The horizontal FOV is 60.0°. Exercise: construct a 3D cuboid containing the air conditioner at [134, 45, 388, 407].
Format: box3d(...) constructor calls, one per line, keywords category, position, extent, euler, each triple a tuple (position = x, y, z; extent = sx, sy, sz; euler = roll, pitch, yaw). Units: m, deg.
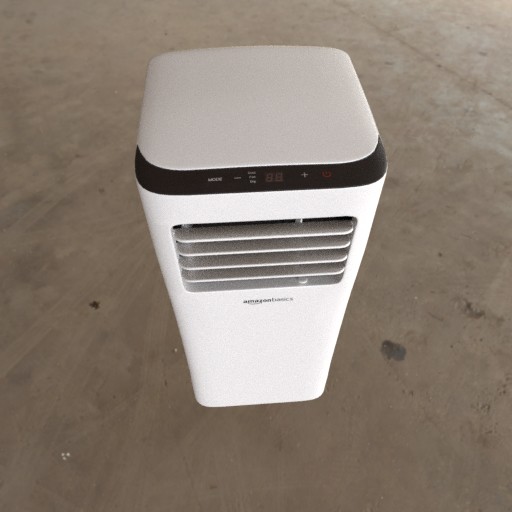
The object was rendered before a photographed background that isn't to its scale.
box3d(category="air conditioner", position=(0.000, 0.000, 0.922), extent=(0.352, 0.716, 0.369), euler=(-3, 47, -3))
